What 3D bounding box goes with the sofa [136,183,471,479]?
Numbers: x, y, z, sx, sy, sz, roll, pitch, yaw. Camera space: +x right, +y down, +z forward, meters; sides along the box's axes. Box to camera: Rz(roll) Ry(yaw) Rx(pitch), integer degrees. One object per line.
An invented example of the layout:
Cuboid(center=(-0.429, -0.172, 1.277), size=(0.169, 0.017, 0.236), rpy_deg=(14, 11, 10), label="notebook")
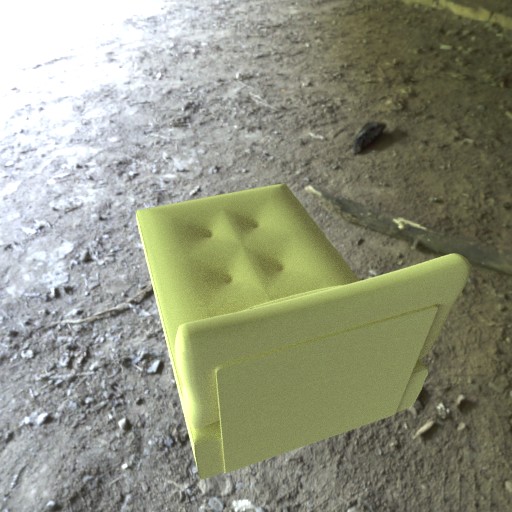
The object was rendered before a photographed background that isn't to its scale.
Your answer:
Cuboid(center=(0.000, 0.000, 1.993), size=(0.930, 0.820, 1.450), rpy_deg=(-13, 42, -15), label="sofa")
